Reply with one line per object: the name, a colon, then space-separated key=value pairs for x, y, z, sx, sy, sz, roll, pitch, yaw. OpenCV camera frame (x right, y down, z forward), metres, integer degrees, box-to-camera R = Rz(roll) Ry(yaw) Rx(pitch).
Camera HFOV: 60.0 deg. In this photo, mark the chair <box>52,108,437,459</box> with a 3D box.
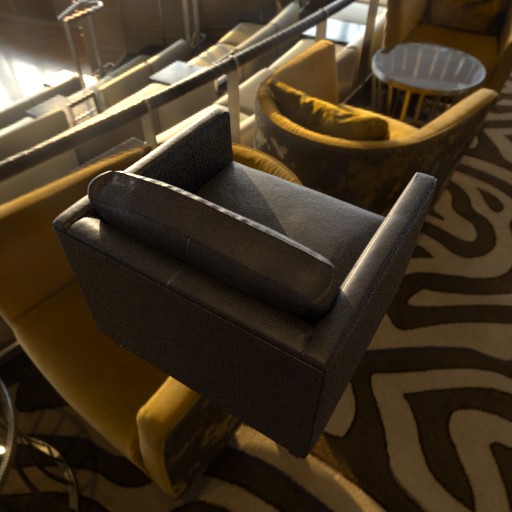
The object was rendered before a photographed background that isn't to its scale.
chair: x=0.000 y=0.000 z=1.589 sx=0.939 sy=0.811 sz=0.862 roll=24 pitch=51 yaw=22
